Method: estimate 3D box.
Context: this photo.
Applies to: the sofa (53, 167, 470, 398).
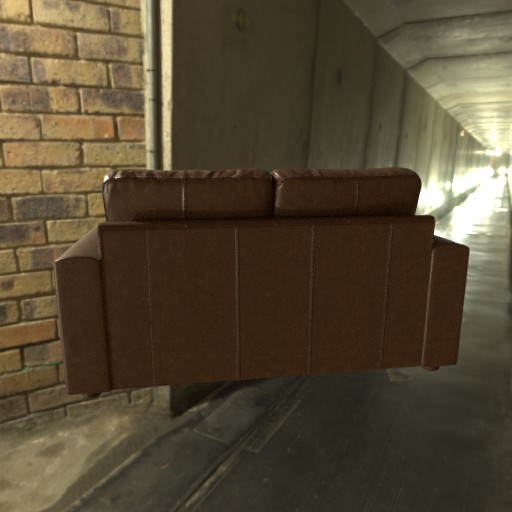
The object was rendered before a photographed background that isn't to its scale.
[{"bbox_3d":[0.000,0.000,2.190,1.616,0.873,1.016,-2,13,-9],"label":"sofa"}]
